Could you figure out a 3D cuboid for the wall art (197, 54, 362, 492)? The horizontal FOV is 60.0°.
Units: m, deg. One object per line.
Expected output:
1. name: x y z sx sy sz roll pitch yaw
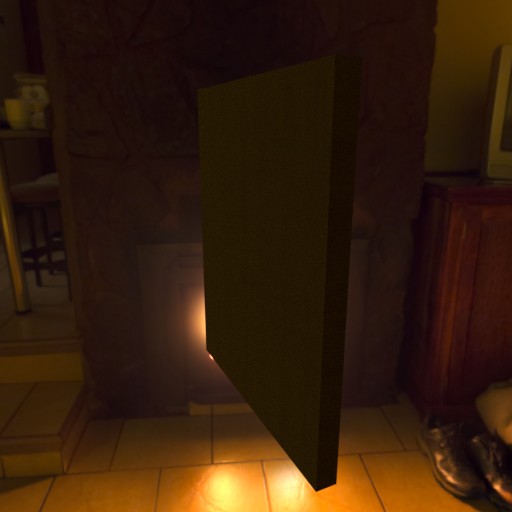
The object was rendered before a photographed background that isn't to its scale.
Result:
1. wall art: 0.000 0.000 0.737 0.034 0.552 0.455 -7 17 -24
